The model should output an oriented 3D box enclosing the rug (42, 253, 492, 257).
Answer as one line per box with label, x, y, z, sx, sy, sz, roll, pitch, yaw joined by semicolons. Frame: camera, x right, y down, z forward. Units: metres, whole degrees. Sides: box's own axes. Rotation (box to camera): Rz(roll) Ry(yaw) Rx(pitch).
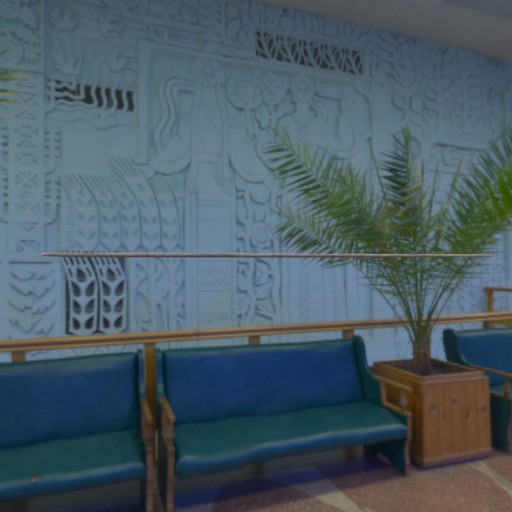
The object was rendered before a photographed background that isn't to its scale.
rug;0.000;0.000;2.943;2.390;0.015;1.609;0;0;-18
